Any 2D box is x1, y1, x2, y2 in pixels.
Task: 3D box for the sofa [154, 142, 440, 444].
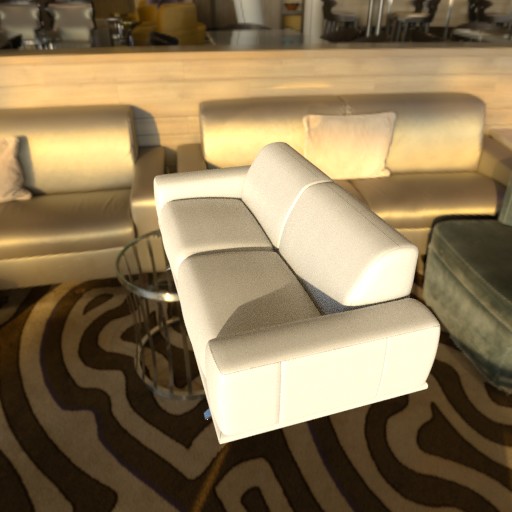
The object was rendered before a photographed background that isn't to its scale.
[{"bbox_3d":[0.000,0.000,2.377,0.900,0.772,1.901,-9,32,-15],"label":"sofa"}]
